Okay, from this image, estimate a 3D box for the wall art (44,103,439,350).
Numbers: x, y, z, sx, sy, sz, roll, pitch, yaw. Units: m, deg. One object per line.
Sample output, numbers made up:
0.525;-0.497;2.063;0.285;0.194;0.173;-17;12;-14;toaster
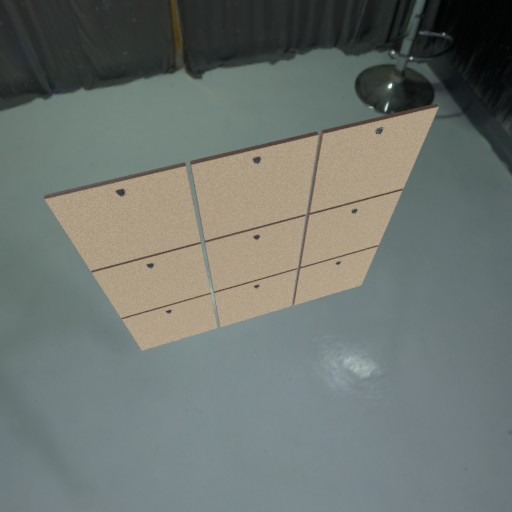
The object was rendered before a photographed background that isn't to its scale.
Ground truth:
0.000;0.000;1.360;0.906;0.904;0.018;-15;60;-9;wall art
